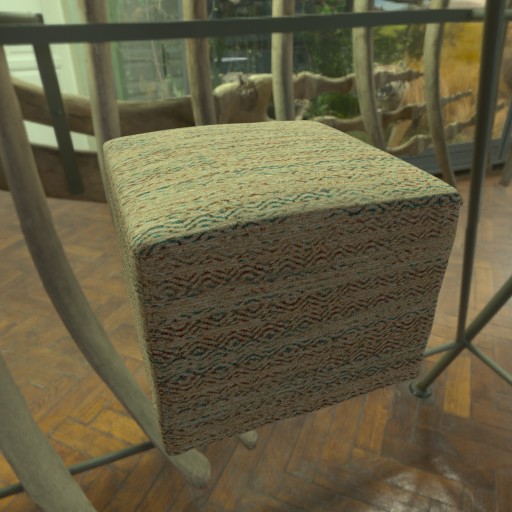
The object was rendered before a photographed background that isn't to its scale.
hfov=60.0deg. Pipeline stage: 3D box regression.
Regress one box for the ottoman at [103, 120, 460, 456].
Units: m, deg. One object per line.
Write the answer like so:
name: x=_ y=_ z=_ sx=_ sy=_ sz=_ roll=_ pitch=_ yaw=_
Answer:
ottoman: x=0.000 y=0.000 z=0.903 sx=0.512 sy=0.453 sz=0.521 roll=-11 pitch=32 yaw=-18
